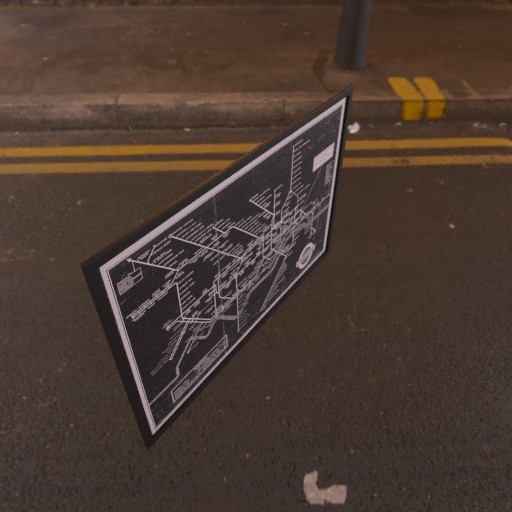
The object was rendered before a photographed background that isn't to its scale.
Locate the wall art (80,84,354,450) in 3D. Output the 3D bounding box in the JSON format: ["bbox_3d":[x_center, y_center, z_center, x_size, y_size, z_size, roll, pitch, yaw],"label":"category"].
[{"bbox_3d":[0.000,0.000,1.519,0.013,0.811,1.192,26,48,26],"label":"wall art"}]
